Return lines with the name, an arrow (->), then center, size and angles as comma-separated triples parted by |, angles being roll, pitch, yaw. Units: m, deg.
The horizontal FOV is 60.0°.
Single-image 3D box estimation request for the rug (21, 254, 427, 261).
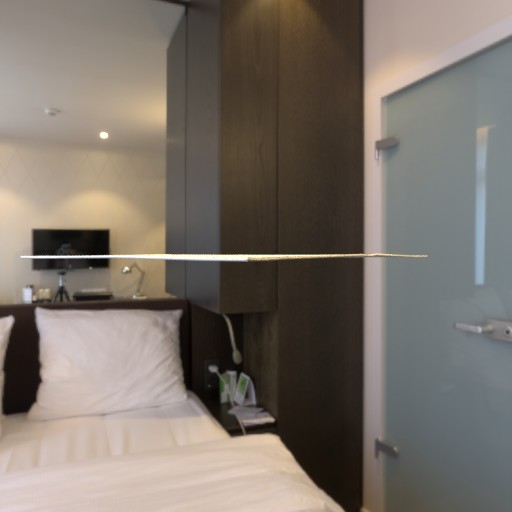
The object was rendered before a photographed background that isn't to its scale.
rug -> 0.000, 0.000, 2.946 | 1.593, 0.029, 2.305 | 0, 0, 36
